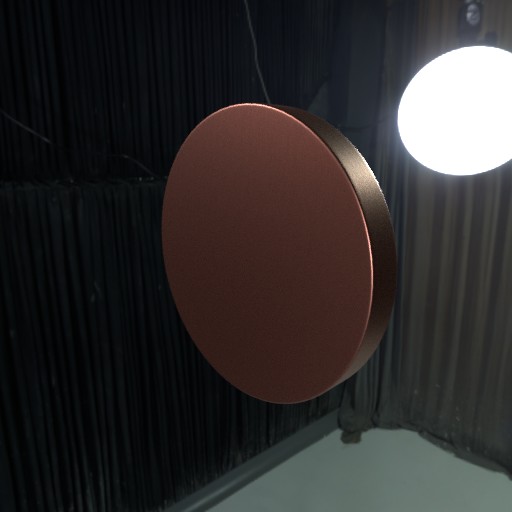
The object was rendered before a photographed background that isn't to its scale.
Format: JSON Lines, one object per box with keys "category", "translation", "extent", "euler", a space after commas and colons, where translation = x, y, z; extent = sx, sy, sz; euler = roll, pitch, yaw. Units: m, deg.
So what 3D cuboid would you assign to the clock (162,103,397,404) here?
{"category": "clock", "translation": [0.000, 0.000, 0.482], "extent": [0.040, 0.313, 0.313], "euler": [-13, 18, -43]}
